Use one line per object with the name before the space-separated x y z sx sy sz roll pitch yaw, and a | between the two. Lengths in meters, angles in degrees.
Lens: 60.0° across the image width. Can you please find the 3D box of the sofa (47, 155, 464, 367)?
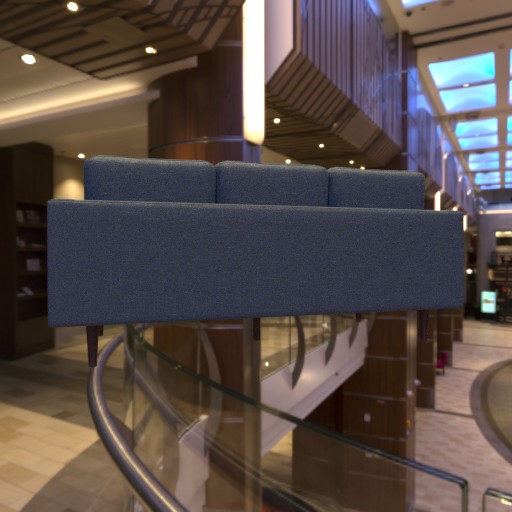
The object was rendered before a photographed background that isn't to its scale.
sofa | 0.000 0.000 2.493 2.013 0.945 0.935 0 1 -17
